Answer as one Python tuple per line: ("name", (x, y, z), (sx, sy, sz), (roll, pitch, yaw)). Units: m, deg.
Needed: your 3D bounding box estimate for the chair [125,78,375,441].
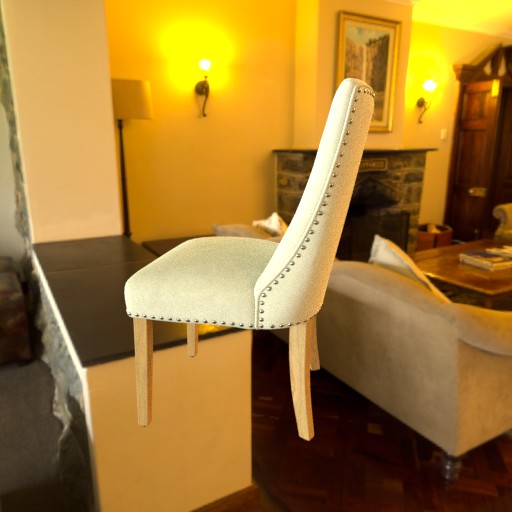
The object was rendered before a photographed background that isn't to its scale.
("chair", (0.000, 0.000, 1.287), (0.610, 0.902, 0.495), (3, 14, 10))
